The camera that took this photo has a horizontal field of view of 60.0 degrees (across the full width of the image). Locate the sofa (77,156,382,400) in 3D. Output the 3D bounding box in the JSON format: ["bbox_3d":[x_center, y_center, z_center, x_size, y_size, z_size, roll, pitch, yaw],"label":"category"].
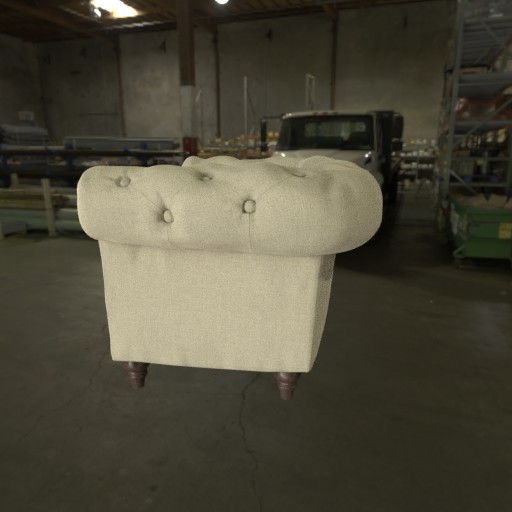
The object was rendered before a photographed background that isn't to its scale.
[{"bbox_3d":[0.000,0.000,2.017,1.034,0.878,1.405,2,14,7],"label":"sofa"}]
